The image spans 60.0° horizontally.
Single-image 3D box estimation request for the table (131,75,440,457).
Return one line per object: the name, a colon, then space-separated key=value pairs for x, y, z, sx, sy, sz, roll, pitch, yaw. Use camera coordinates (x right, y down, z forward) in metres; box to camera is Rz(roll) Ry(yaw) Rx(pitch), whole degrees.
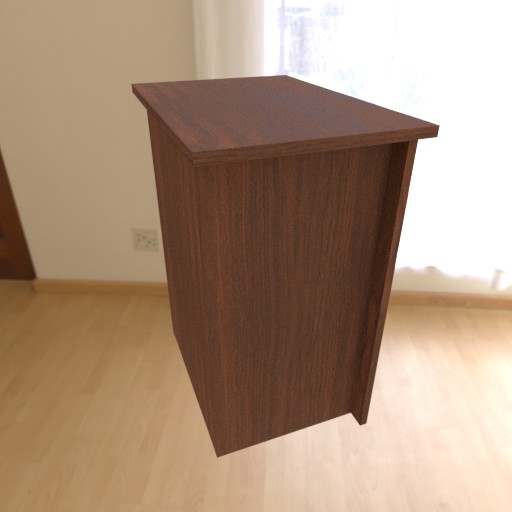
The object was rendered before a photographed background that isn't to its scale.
table: x=0.000 y=0.000 z=1.055 sx=0.406 sy=0.711 sz=0.589 roll=-11 pitch=32 yaw=-18
